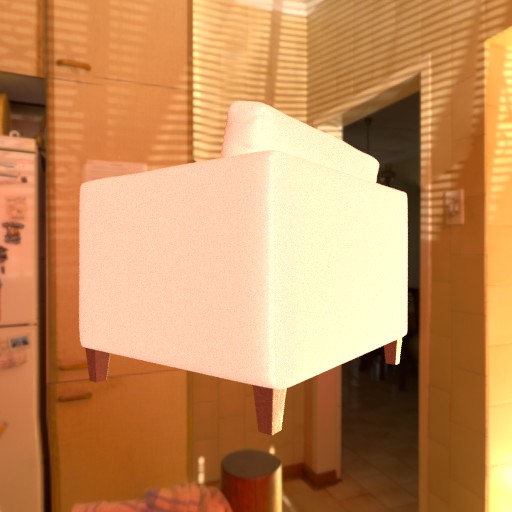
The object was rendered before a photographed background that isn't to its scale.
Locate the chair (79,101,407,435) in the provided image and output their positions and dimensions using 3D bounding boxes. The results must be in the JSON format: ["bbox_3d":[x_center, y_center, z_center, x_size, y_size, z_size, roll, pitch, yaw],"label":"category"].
[{"bbox_3d":[0.000,0.000,1.709,0.878,0.885,1.019,0,0,37],"label":"chair"}]
